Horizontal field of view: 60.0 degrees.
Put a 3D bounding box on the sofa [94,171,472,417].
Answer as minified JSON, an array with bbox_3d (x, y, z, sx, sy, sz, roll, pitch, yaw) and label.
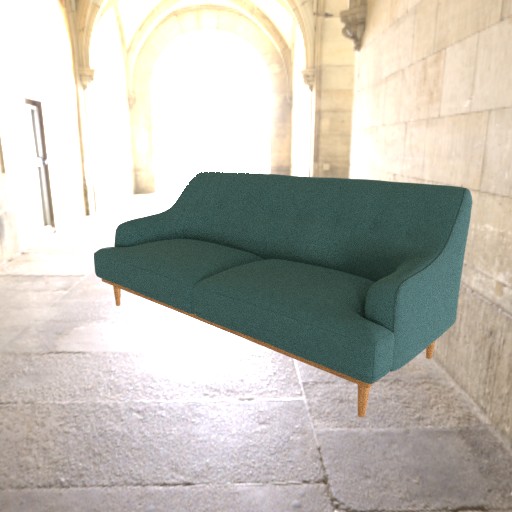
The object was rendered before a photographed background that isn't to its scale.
[{"bbox_3d":[0.000,0.000,2.557,2.057,0.871,0.978,13,19,41],"label":"sofa"}]
